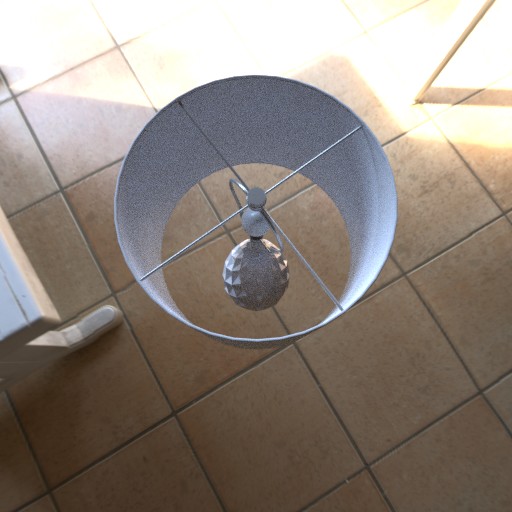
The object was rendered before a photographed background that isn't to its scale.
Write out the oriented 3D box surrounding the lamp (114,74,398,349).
[{"bbox_3d":[0.000,0.000,0.713,0.297,0.522,0.297,0,76,0],"label":"lamp"}]
